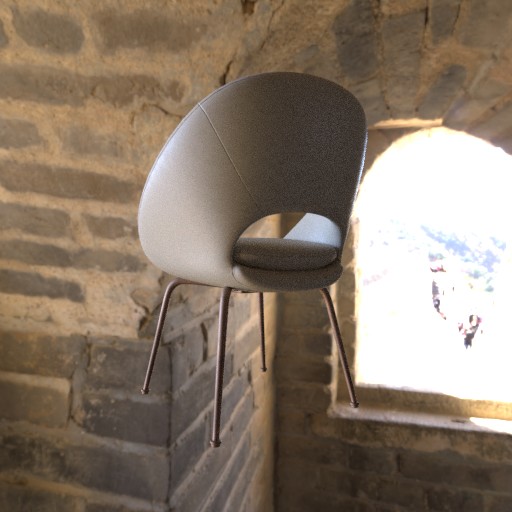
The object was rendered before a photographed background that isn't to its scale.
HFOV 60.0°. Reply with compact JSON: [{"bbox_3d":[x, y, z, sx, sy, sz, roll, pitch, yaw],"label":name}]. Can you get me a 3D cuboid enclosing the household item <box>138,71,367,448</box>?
[{"bbox_3d":[0.000,0.000,1.272,0.623,0.852,0.573,0,1,-34],"label":"household item"}]
